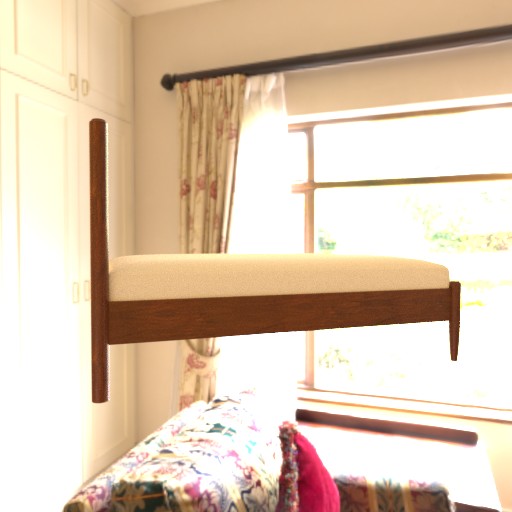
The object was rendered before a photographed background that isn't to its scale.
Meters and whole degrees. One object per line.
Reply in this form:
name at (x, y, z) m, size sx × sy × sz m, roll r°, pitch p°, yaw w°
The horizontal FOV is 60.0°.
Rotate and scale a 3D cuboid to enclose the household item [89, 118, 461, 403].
household item at (0.000, 0.000, 3.238) m, size 2.232 × 1.356 × 1.663 m, roll 0°, pitch 1°, yaw -19°
